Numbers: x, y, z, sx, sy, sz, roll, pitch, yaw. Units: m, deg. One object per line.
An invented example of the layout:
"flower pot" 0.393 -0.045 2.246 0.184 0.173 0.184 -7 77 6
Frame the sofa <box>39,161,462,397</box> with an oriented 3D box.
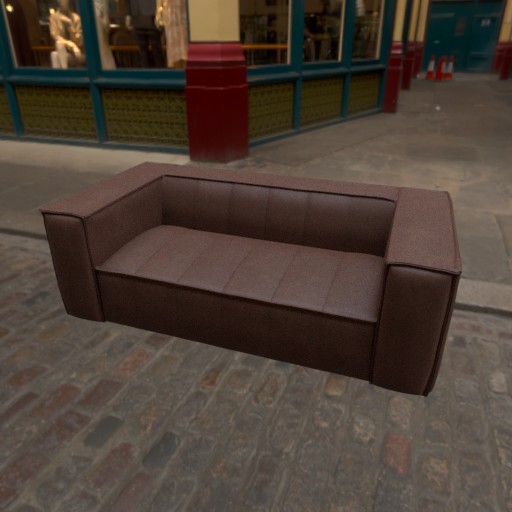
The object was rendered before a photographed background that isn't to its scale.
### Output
"sofa" 0.000 0.000 2.589 2.088 0.703 1.102 9 28 17
